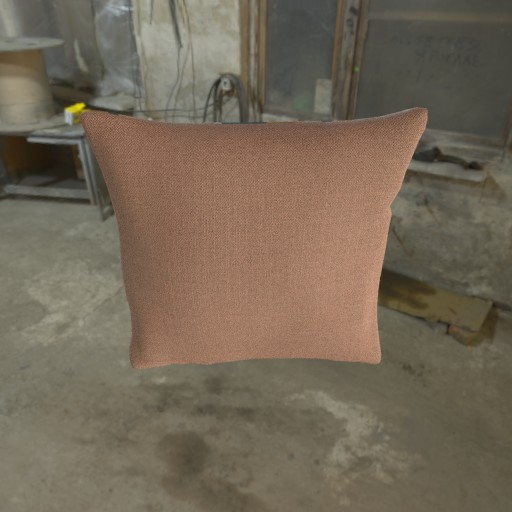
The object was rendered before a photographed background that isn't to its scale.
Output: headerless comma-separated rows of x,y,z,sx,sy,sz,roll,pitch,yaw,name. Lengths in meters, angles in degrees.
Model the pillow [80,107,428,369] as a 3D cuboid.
0.000,0.000,0.735,0.478,0.479,0.158,-1,31,-2,pillow
